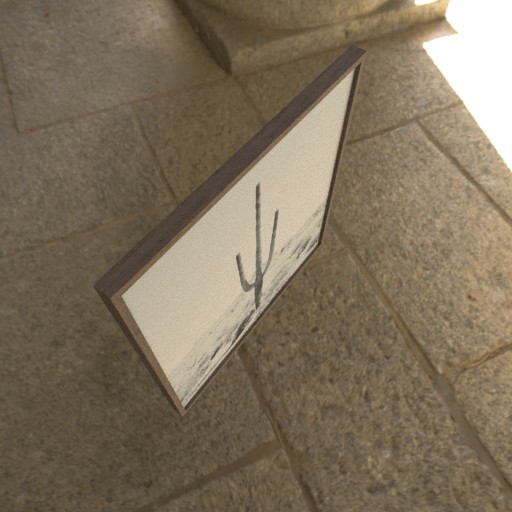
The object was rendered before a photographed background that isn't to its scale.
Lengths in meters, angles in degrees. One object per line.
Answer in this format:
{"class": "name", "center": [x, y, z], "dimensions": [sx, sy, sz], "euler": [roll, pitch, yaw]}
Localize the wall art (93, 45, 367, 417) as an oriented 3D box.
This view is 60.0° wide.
{"class": "wall art", "center": [0.000, 0.000, 1.141], "dimensions": [0.038, 0.762, 0.762], "euler": [32, 63, 19]}
